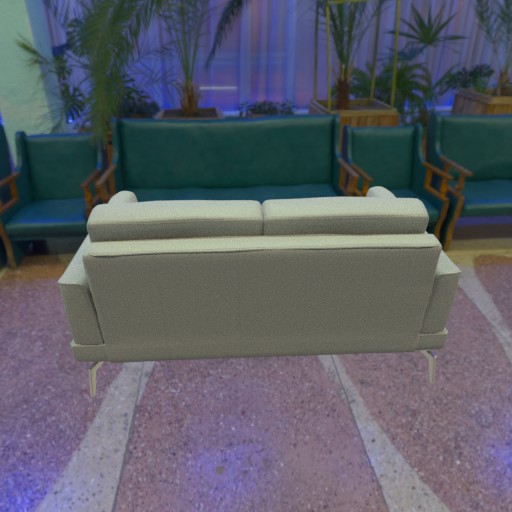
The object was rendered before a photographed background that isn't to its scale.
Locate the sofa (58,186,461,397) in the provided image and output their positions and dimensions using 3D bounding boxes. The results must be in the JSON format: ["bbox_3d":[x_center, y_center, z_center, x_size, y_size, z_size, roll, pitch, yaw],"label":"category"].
[{"bbox_3d":[0.000,0.000,2.452,1.819,0.930,1.121,-1,29,-3],"label":"sofa"}]
